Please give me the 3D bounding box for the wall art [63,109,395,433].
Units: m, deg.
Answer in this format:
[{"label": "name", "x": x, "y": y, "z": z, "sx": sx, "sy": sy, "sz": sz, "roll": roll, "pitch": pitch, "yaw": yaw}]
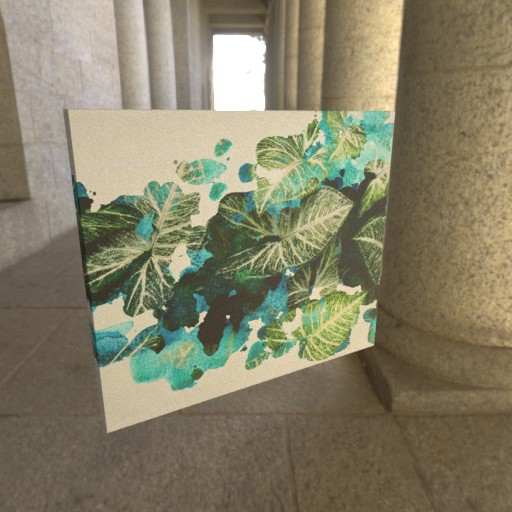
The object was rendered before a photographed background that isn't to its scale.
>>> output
[{"label": "wall art", "x": 0.000, "y": 0.000, "z": 0.696, "sx": 0.507, "sy": 0.435, "sz": 0.041, "roll": -10, "pitch": 20, "yaw": -28}]
